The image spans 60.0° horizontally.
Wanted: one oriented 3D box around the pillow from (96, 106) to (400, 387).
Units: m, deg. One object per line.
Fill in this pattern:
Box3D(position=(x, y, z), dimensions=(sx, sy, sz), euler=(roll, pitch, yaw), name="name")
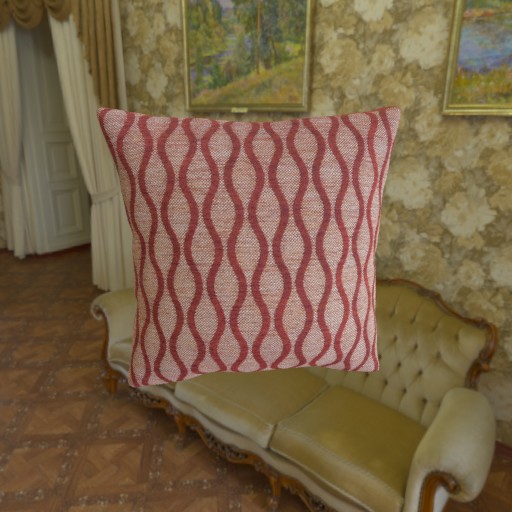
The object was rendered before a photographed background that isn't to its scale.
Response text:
Box3D(position=(0.000, 0.000, 0.674), dimensions=(0.429, 0.434, 0.159), euler=(-2, 17, -7), name="pillow")
